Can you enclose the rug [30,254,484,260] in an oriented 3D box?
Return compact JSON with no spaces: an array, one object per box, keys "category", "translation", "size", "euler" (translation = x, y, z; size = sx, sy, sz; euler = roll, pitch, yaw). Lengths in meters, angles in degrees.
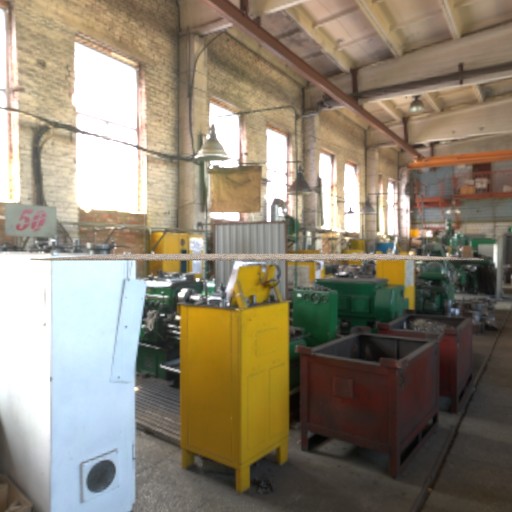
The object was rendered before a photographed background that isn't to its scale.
[{"category":"rug","translation":[0.000,0.000,4.321],"size":[3.205,0.015,2.437],"euler":[0,1,-1]}]
